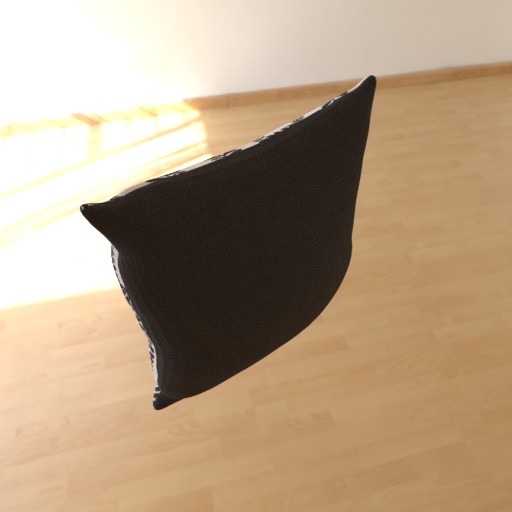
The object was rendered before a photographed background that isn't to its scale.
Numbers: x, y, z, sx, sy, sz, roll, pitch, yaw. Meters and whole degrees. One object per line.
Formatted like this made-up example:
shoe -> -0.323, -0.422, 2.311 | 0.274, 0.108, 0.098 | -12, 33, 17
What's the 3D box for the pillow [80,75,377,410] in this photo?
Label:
pillow -> 0.000, 0.000, 0.671 | 0.440, 0.441, 0.182 | -31, 54, -26
